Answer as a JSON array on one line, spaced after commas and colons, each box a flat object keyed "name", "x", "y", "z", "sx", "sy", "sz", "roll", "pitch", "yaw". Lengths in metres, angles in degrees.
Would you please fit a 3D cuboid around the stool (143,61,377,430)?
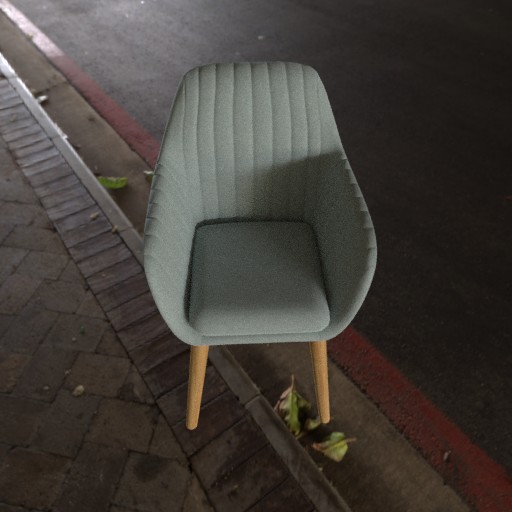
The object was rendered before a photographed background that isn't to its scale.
[{"name": "stool", "x": 0.000, "y": 0.000, "z": 1.220, "sx": 0.503, "sy": 0.830, "sz": 0.590, "roll": -2, "pitch": 45, "yaw": -2}]
